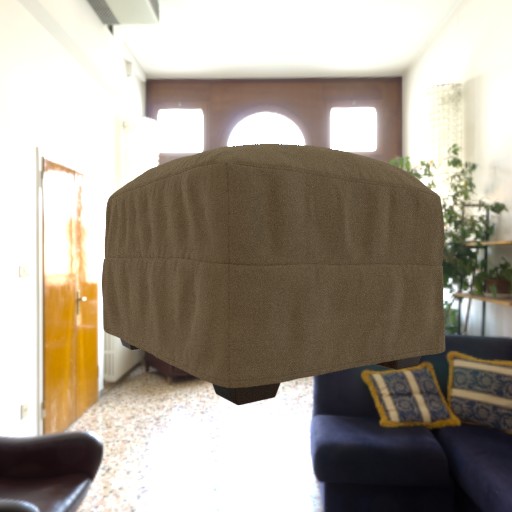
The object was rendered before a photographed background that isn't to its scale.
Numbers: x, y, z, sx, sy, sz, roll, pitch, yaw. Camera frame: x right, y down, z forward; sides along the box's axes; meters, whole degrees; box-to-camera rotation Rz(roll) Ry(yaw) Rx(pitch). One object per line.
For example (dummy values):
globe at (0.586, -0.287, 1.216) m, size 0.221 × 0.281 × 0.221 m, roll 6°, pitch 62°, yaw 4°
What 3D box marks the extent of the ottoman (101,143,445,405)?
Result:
ottoman at (0.000, 0.000, 1.078) m, size 0.584 × 0.480 × 0.712 m, roll 0°, pitch 0°, yaw -34°
